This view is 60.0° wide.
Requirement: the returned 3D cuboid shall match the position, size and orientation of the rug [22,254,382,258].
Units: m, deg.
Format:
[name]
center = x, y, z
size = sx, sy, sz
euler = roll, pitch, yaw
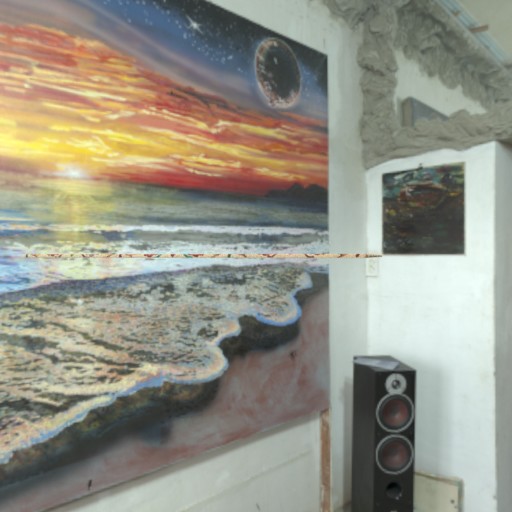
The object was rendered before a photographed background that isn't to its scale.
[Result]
[rug]
center = 0.000, 0.000, 2.315
size = 1.226, 0.013, 1.838
euler = 0, 0, 17
